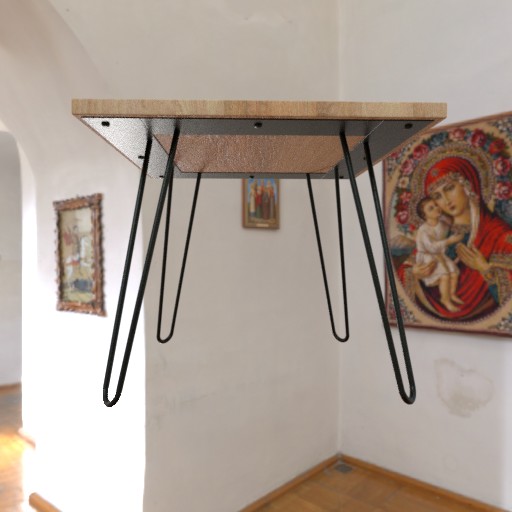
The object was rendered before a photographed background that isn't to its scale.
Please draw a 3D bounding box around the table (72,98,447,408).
[{"bbox_3d":[0.000,0.000,1.005,0.599,0.500,0.599,0,0,-2],"label":"table"}]
